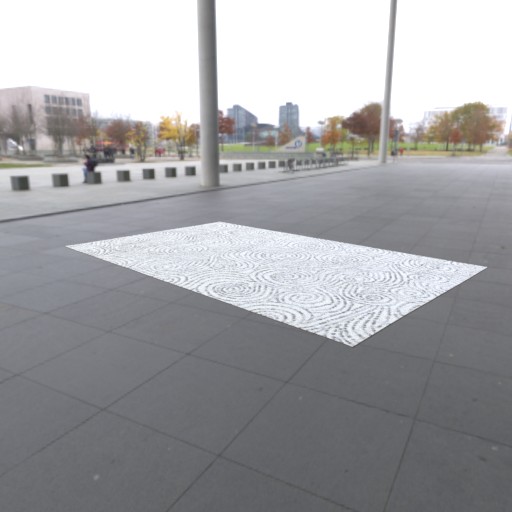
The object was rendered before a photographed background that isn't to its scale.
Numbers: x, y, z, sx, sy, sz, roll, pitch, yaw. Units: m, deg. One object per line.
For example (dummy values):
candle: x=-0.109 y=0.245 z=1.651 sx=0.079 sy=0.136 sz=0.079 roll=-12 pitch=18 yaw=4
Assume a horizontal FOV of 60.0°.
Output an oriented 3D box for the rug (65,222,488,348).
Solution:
rug: x=0.000 y=0.000 z=2.969 sx=2.439 sy=0.005 sz=1.524 roll=13 pitch=19 yaw=42
